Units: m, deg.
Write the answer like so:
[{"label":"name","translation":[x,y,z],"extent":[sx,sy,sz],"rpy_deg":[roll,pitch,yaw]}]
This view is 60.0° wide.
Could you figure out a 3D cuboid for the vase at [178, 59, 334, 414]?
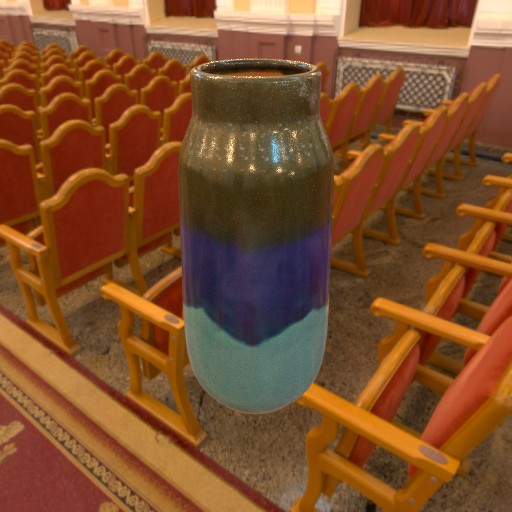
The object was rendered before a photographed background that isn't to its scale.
[{"label":"vase","translation":[0.000,0.000,0.395],"extent":[0.139,0.313,0.139],"rpy_deg":[0,31,0]}]
